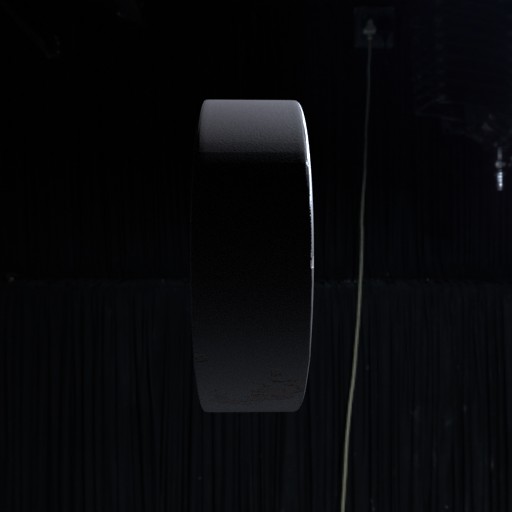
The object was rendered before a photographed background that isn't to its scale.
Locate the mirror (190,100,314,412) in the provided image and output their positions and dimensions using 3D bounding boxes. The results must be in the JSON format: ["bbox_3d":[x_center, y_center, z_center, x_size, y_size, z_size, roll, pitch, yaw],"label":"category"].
[{"bbox_3d":[0.000,0.000,0.581,0.126,0.386,0.386,0,0,-1],"label":"mirror"}]
